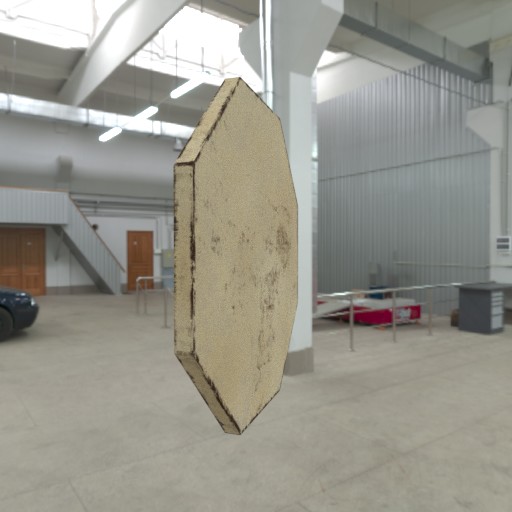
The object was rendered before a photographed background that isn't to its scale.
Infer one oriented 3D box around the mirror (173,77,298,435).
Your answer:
[{"bbox_3d":[0.000,0.000,0.932,0.031,0.648,0.648,0,1,18],"label":"mirror"}]
